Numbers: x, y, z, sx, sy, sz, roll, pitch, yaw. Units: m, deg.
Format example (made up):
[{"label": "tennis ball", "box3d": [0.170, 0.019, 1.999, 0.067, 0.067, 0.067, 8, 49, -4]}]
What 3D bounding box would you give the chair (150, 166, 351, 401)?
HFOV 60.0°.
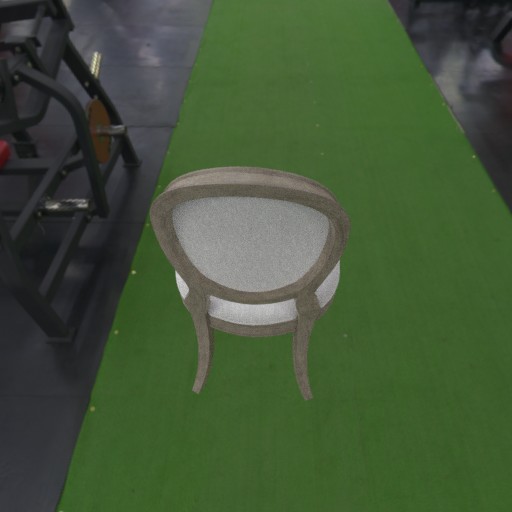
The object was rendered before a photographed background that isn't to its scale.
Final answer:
[{"label": "chair", "box3d": [0.000, 0.000, 1.345, 0.558, 0.990, 0.602, 3, 45, 3]}]
